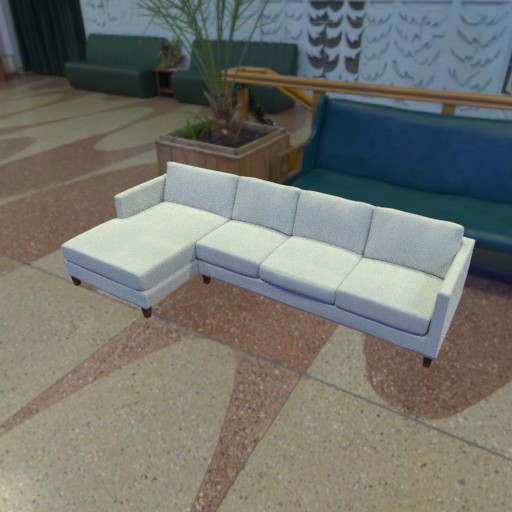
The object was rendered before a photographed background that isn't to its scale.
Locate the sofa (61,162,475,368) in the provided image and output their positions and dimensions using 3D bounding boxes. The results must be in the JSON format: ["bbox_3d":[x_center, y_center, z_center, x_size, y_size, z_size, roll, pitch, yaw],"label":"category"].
[{"bbox_3d":[0.000,0.000,3.830,3.186,0.861,1.625,18,35,28],"label":"sofa"}]
